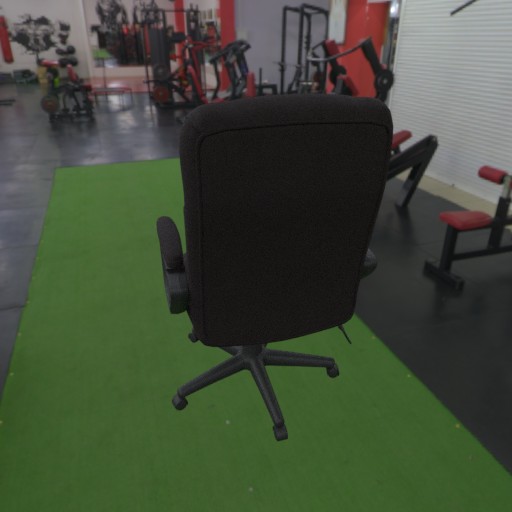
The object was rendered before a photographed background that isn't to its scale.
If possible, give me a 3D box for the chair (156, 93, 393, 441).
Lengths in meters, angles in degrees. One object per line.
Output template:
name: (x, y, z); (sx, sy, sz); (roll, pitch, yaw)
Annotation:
chair: (0.000, 0.000, 1.509); (0.667, 1.105, 0.724); (-7, 27, -15)
